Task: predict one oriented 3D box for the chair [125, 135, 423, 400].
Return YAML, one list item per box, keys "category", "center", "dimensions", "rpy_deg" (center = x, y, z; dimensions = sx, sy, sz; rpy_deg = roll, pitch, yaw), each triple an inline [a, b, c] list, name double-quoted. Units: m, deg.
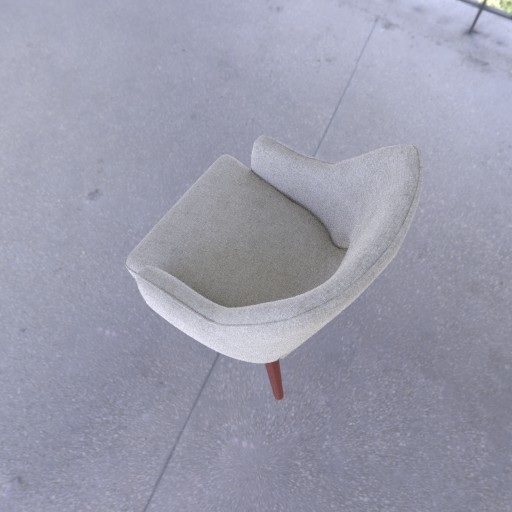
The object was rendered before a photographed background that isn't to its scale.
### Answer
- category: "chair"
  center: [0.000, 0.000, 1.194]
  dimensions: [0.605, 0.849, 0.548]
  rpy_deg: [33, 69, 14]
